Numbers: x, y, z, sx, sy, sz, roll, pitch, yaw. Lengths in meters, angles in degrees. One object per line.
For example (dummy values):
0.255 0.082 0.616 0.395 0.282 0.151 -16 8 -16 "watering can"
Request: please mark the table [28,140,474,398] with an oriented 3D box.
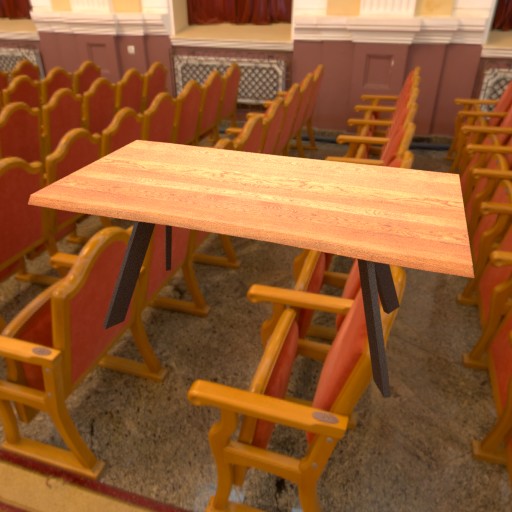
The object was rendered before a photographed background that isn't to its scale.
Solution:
0.000 0.000 2.230 1.800 0.770 0.900 10 33 16 "table"
